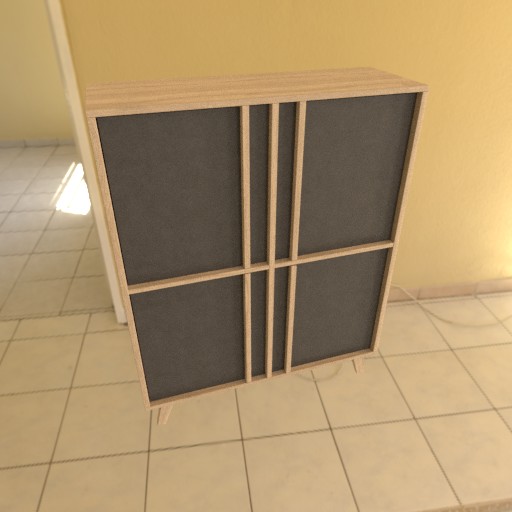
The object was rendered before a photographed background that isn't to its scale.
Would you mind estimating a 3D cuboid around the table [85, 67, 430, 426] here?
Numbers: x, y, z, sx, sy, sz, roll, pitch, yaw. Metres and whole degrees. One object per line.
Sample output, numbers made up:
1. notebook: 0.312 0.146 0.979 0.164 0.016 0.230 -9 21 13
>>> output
1. table: 0.000 0.000 1.887 1.111 1.388 0.398 -10 33 -15
